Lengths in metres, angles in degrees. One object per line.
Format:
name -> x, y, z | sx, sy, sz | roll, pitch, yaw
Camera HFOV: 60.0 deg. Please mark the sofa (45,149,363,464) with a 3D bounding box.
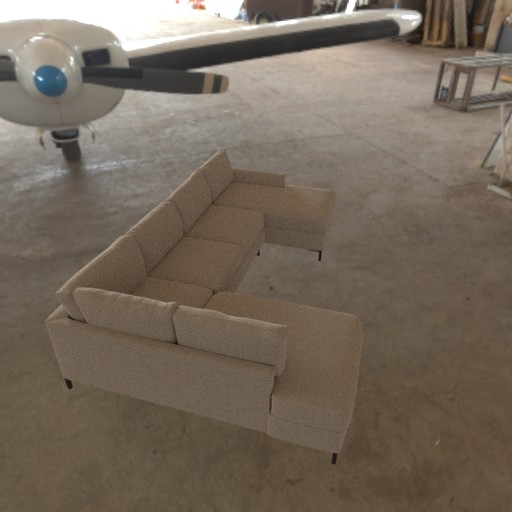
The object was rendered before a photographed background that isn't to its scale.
sofa -> 0.000, 0.000, 3.859 | 1.989, 0.862, 2.984 | 9, 34, 14
